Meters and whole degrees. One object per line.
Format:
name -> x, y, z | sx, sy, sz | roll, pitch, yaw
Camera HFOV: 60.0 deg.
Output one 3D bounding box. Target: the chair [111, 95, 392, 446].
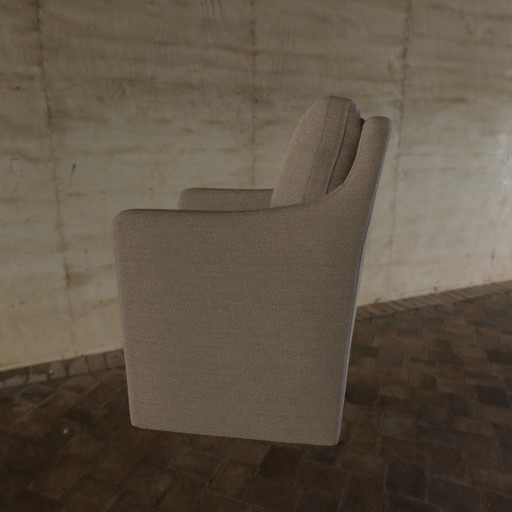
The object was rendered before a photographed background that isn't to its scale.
chair -> 0.000, 0.000, 1.398 | 0.694, 0.914, 0.626 | 2, 15, 8
